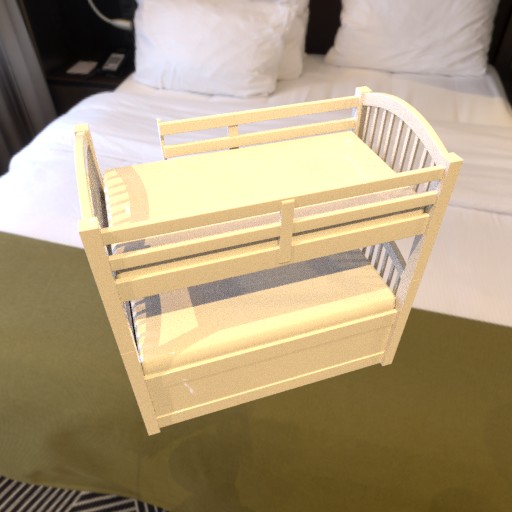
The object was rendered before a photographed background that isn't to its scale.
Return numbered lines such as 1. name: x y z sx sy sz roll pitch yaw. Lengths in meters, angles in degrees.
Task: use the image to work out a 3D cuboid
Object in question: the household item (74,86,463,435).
1. household item: 0.000 0.000 3.224 2.032 2.032 1.143 -12 44 -13
